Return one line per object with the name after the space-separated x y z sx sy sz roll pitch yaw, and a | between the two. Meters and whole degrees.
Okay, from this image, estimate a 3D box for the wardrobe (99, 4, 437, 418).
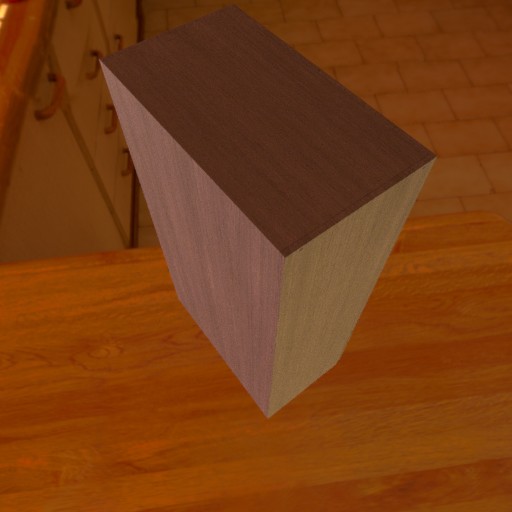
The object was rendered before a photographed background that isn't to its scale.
0.000 0.000 2.143 0.577 1.808 0.991 -33 64 -19 | wardrobe
